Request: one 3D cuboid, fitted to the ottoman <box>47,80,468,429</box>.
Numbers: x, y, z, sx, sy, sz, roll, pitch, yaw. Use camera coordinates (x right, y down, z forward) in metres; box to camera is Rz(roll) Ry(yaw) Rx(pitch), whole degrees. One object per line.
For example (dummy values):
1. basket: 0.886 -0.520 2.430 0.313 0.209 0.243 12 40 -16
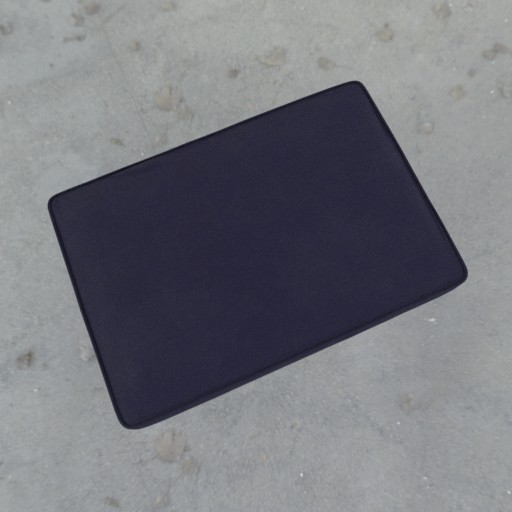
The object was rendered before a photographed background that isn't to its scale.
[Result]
1. ottoman: 0.000 0.000 1.299 0.938 0.503 0.637 -23 77 -6
